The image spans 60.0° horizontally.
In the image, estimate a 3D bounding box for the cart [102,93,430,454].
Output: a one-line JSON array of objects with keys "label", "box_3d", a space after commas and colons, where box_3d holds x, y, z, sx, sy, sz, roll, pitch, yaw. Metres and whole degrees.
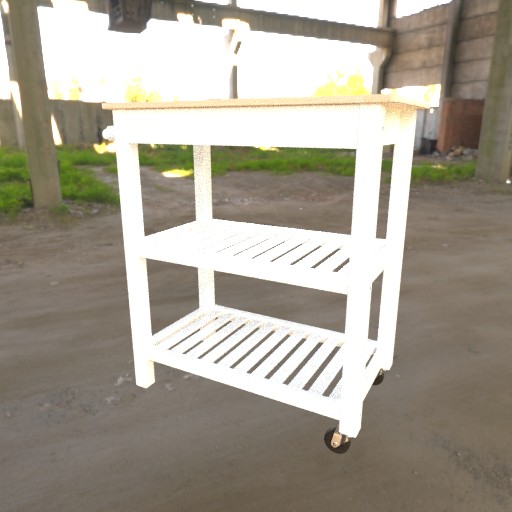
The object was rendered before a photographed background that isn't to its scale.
[{"label": "cart", "box_3d": [0.000, 0.000, 1.422, 0.899, 0.927, 0.457, 9, 19, 28]}]
